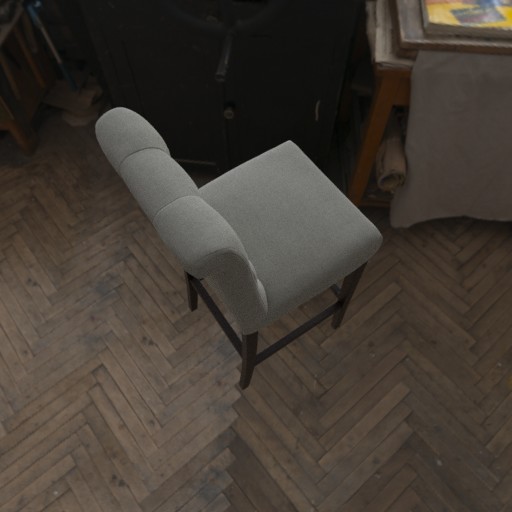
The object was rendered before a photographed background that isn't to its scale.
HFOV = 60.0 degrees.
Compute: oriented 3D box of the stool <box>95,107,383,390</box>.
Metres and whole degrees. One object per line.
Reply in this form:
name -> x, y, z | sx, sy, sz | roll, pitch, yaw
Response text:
stool -> 0.000, 0.000, 1.452 | 0.601, 1.140, 0.493 | -30, 64, -16
